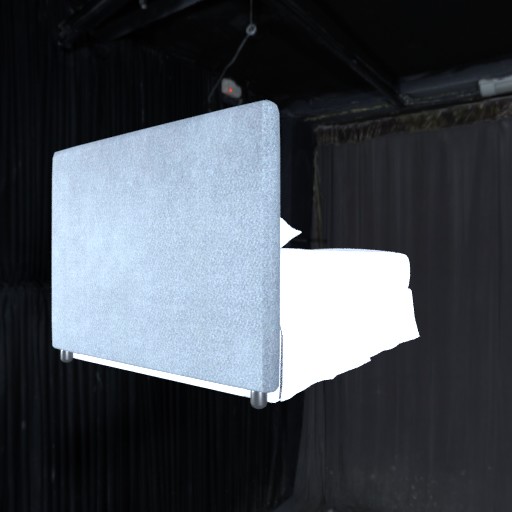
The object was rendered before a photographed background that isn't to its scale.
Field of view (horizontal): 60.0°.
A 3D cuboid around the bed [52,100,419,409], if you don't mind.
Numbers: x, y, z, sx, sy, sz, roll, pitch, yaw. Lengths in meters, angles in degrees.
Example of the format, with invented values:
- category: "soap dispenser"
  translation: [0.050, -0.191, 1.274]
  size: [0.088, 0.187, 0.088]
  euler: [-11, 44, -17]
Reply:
- category: "bed"
  translation: [0.000, 0.000, 3.165]
  size: [1.713, 1.330, 2.142]
  euler: [0, 0, 35]
